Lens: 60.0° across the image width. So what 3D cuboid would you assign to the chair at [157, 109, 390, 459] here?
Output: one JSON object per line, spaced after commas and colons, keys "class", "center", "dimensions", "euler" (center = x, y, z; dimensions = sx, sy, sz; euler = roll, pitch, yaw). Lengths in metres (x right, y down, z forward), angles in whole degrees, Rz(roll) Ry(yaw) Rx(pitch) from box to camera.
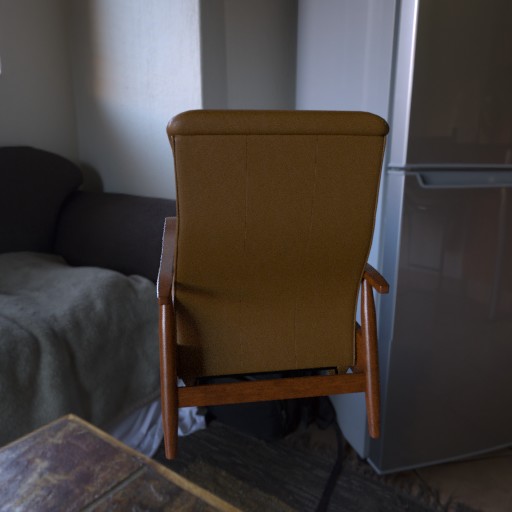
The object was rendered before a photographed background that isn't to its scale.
{"class": "chair", "center": [0.000, 0.000, 1.818], "dimensions": [0.762, 1.082, 1.014], "euler": [-2, 15, -8]}
